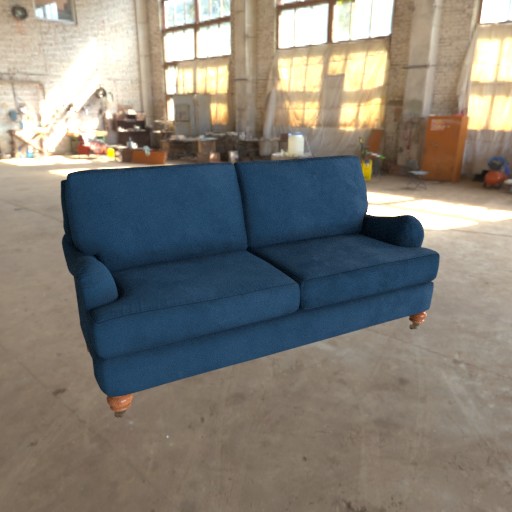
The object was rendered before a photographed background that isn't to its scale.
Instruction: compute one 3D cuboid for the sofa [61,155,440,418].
[{"bbox_3d":[0.000,0.000,2.743,2.141,1.101,1.084,-9,20,-26],"label":"sofa"}]
